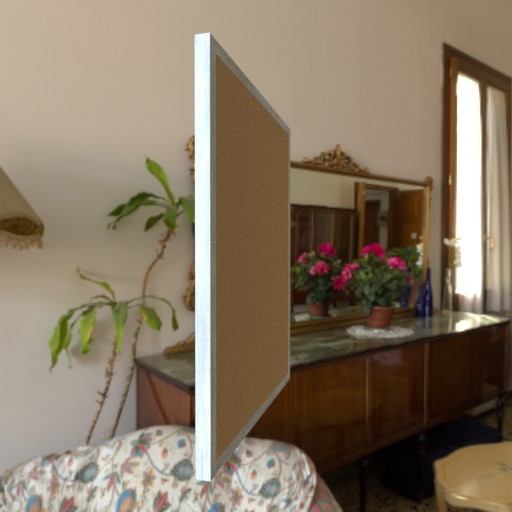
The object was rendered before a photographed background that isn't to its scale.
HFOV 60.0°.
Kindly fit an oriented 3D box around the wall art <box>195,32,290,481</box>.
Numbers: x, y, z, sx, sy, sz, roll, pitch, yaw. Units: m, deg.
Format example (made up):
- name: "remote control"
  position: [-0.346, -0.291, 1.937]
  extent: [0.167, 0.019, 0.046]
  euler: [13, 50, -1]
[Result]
- name: "wall art"
  position: [0.000, 0.000, 0.806]
  extent: [0.022, 0.582, 0.479]
  euler: [0, 1, 17]
